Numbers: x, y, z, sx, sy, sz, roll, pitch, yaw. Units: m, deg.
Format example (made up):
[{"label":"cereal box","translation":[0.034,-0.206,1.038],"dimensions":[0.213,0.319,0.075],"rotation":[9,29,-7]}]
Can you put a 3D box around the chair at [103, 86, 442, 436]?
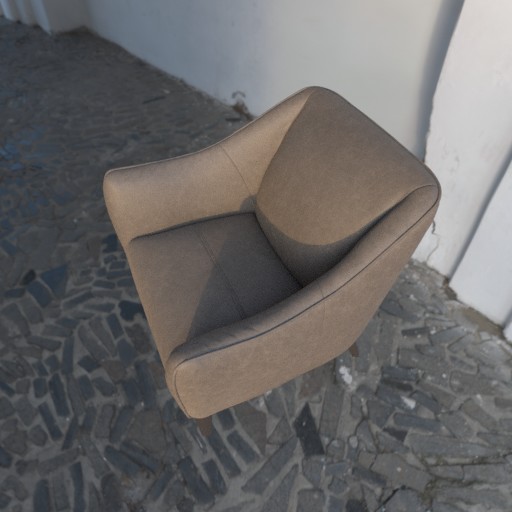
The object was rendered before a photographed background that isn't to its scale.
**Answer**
[{"label":"chair","translation":[0.000,0.000,1.557],"dimensions":[0.852,0.830,0.871],"rotation":[-18,49,-17]}]
